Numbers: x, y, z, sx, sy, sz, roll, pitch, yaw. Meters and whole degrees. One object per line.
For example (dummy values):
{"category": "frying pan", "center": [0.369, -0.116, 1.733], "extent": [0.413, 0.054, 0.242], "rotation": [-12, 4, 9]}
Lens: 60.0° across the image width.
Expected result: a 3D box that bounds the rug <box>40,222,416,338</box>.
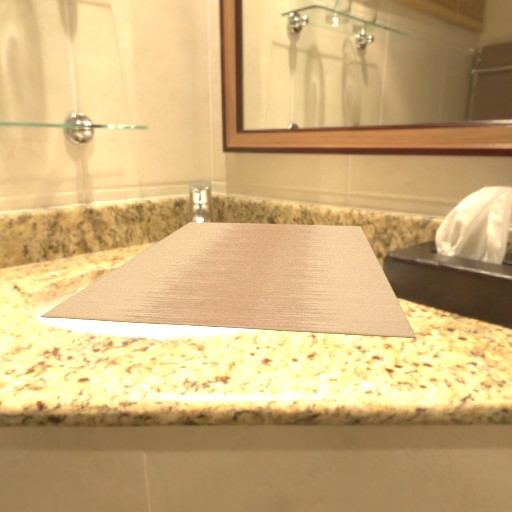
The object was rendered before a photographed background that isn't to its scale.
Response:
{"category": "rug", "center": [0.000, 0.000, 2.308], "extent": [1.234, 0.006, 1.850], "rotation": [2, 15, 7]}
